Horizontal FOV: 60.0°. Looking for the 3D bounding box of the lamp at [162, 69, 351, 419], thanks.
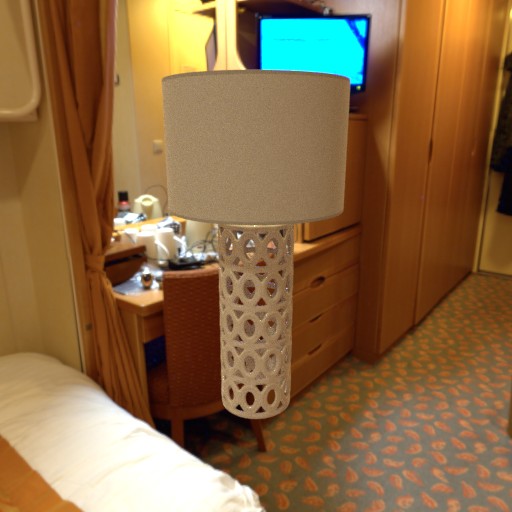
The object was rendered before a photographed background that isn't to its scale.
[{"bbox_3d":[0.000,0.000,0.864,0.325,0.636,0.324,-2,16,-8],"label":"lamp"}]
